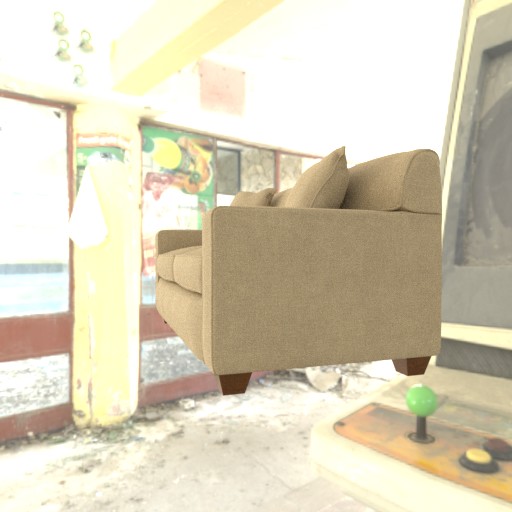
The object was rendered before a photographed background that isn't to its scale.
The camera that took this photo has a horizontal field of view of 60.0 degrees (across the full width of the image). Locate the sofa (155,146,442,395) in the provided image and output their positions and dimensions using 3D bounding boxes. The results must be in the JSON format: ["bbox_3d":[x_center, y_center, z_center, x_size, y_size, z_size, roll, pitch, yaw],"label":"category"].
[{"bbox_3d":[0.000,0.000,2.488,0.998,0.958,1.846,0,0,-19],"label":"sofa"}]
